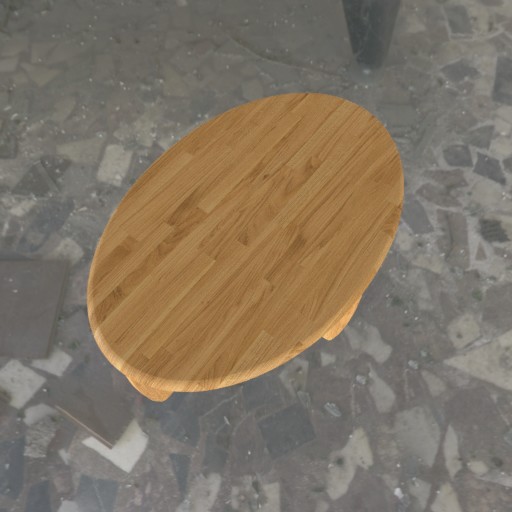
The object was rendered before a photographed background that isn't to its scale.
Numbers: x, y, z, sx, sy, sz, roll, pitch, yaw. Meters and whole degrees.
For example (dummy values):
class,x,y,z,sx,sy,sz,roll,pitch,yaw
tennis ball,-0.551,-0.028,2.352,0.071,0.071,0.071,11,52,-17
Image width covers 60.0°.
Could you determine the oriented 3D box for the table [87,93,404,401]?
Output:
class,x,y,z,sx,sy,sz,roll,pitch,yaw
table,0.000,0.000,1.390,0.690,0.490,1.040,34,67,17
